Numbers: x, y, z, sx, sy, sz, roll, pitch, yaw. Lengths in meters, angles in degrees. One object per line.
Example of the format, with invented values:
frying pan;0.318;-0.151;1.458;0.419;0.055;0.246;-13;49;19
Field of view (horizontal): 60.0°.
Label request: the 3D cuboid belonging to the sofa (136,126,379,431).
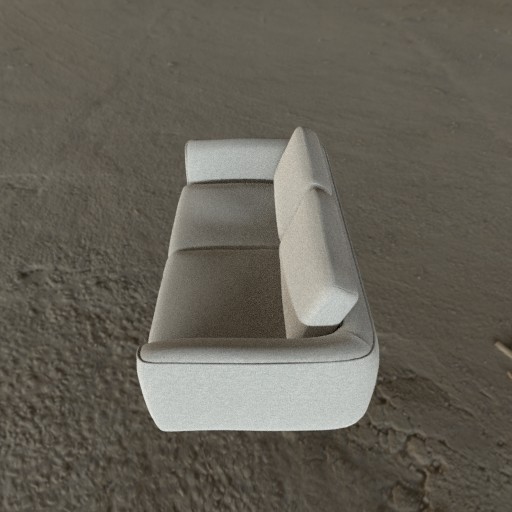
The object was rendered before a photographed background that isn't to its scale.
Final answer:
sofa;0.000;0.000;2.246;0.920;0.850;1.700;0;41;0
